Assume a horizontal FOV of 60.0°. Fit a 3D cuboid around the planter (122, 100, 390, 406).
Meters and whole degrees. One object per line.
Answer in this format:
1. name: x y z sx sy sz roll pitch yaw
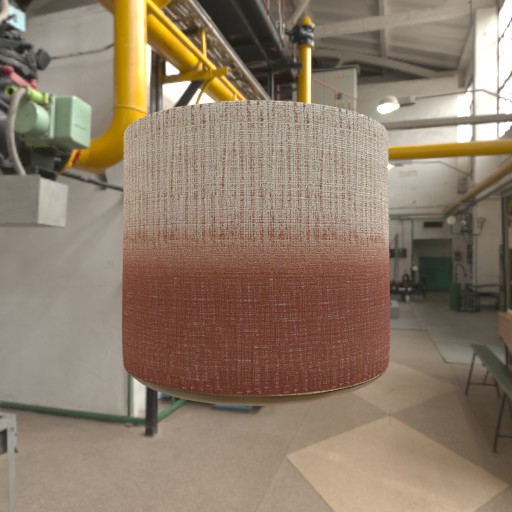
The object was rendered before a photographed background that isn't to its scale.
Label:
1. planter: 0.000 0.000 0.306 0.178 0.157 0.178 0 1 0
